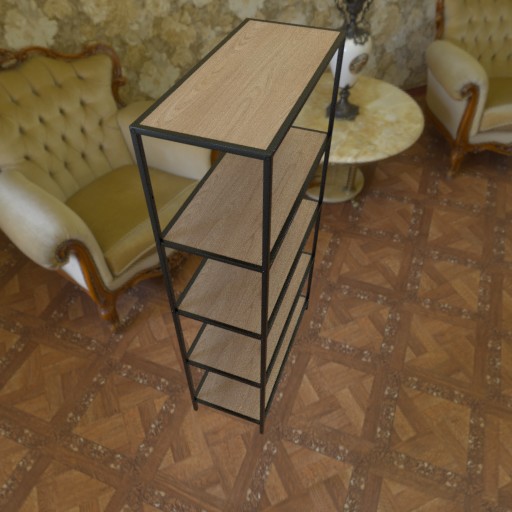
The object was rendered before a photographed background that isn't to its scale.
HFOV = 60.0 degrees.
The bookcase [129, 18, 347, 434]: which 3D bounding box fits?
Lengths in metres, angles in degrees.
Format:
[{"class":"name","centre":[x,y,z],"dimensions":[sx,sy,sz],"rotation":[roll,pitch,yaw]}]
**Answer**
[{"class":"bookcase","centre":[0.000,0.000,1.780],"dimensions":[0.350,1.500,0.770],"rotation":[15,48,14]}]
